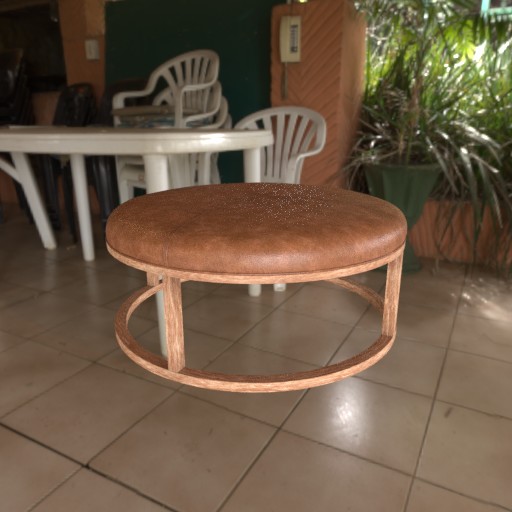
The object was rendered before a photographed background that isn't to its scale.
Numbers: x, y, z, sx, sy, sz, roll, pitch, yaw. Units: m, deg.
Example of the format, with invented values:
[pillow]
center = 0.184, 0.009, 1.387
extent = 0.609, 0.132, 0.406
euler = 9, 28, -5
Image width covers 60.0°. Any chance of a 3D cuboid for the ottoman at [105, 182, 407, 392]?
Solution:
[ottoman]
center = 0.000, 0.000, 1.579
extent = 1.006, 0.445, 1.006
euler = 0, 17, 0
